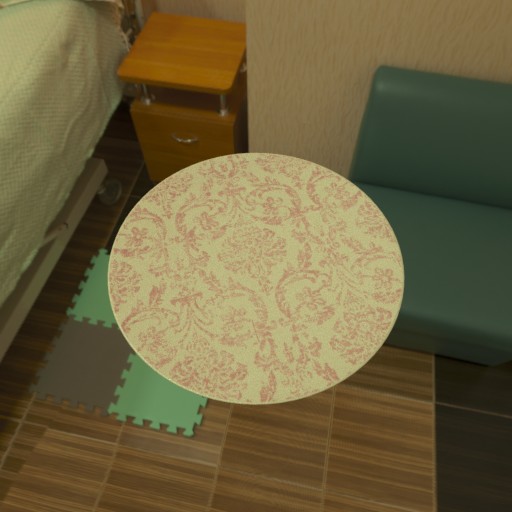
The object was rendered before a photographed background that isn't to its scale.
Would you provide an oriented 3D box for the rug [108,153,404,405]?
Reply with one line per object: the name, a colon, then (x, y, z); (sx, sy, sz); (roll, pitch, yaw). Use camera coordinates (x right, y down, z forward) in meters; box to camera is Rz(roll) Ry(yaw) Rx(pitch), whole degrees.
rug: (0.000, 0.000, 2.420); (1.593, 0.012, 1.593); (0, 57, 0)
